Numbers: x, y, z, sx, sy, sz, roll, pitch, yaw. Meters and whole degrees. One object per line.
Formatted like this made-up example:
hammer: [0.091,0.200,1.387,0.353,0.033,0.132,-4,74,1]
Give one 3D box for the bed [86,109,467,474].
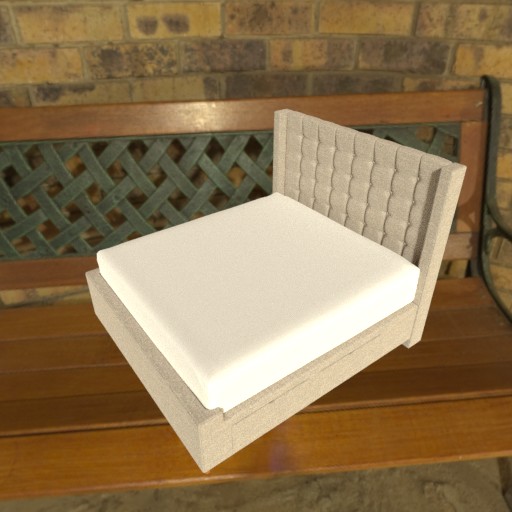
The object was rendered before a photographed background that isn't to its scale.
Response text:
bed: [0.000,0.000,3.809,2.372,1.748,2.044,-22,38,-30]
